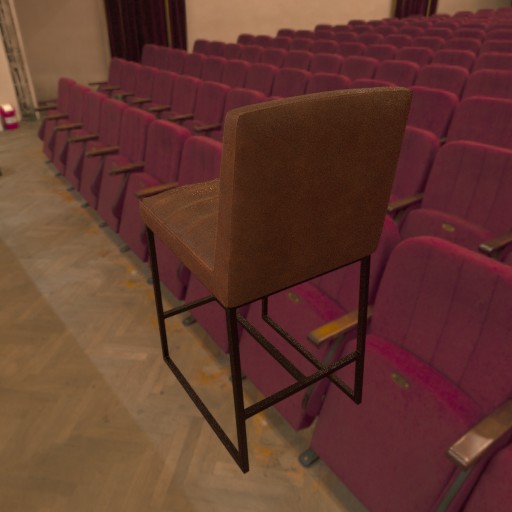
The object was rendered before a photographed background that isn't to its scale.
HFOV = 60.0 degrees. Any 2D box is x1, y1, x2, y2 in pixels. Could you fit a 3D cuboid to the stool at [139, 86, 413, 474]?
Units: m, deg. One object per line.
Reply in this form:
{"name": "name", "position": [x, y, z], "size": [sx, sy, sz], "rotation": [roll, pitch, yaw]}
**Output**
{"name": "stool", "position": [0.000, 0.000, 1.244], "size": [0.463, 0.942, 0.562], "rotation": [-18, 34, -29]}
